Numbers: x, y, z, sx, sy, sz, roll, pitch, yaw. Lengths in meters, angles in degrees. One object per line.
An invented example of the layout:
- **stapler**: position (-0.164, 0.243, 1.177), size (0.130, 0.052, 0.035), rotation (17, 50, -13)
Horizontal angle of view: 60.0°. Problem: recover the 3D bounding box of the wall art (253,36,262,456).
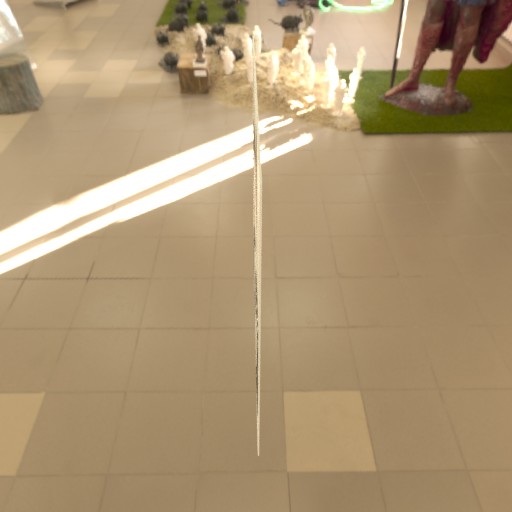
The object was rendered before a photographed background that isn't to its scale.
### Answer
- **wall art**: position (0.000, 0.000, 0.802), size (0.003, 0.609, 0.457), rotation (-1, 43, -1)
